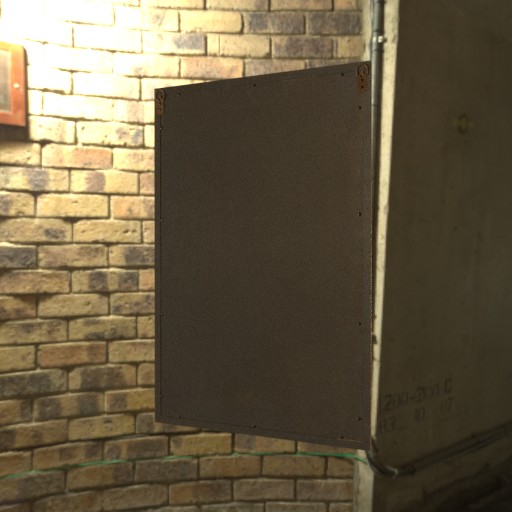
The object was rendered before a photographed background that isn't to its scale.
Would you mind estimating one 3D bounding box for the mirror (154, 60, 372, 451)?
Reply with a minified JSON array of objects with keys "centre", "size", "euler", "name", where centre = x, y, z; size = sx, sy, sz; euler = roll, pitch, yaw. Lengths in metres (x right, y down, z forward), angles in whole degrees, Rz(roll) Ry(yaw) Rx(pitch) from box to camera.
[{"centre":[0.000,0.000,0.980],"size":[0.495,0.787,0.058],"euler":[0,0,18],"name":"mirror"}]
